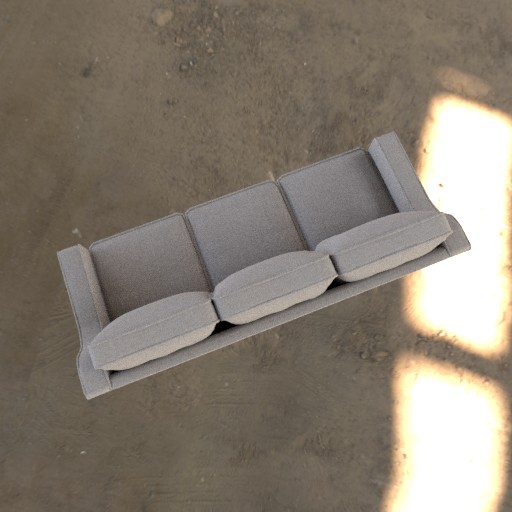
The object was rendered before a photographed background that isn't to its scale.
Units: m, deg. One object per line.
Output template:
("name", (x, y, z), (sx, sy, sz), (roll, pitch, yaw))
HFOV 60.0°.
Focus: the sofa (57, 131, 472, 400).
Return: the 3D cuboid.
("sofa", (0.000, 0.000, 2.645), (2.129, 0.950, 0.899), (-21, 76, -5))
